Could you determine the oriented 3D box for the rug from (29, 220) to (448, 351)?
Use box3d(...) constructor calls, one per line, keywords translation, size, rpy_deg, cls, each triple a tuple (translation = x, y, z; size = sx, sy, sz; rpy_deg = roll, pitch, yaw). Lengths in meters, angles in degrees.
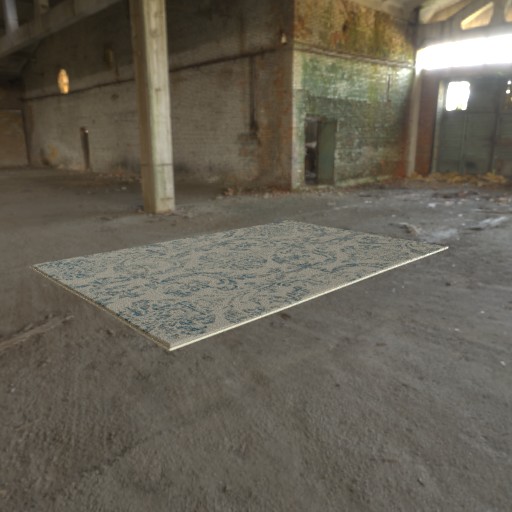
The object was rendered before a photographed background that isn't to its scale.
box3d(translation=(0.000, 0.000, 2.295), size=(1.831, 0.012, 1.213), rpy_deg=(-13, 20, -42), cls="rug")
